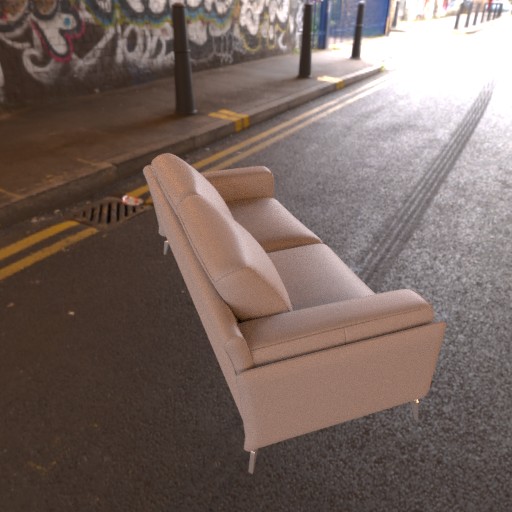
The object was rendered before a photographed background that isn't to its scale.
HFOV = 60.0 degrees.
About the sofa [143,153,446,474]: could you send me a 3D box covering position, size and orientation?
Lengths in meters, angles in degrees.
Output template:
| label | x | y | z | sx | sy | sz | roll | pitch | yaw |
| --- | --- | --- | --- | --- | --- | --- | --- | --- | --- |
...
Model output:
| label | x | y | z | sx | sy | sz | roll | pitch | yaw |
| --- | --- | --- | --- | --- | --- | --- | --- | --- | --- |
| sofa | 0.000 | 0.000 | 2.615 | 1.049 | 0.930 | 2.101 | -11 | 32 | -18 |
